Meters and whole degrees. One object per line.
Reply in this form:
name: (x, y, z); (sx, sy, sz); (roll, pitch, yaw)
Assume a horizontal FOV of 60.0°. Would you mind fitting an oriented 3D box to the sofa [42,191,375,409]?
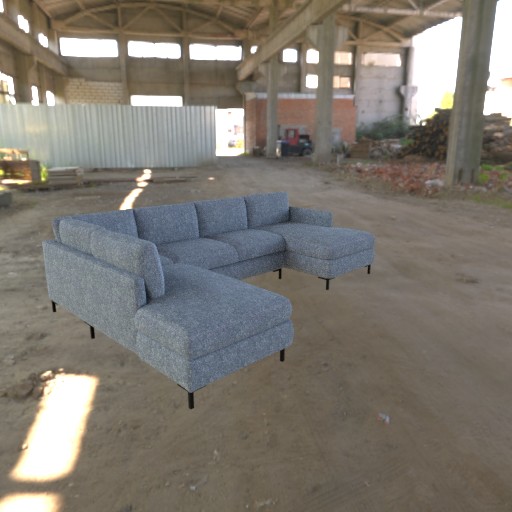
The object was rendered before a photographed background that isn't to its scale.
sofa: (0.000, 0.000, 3.627); (2.737, 0.756, 1.879); (-14, 20, -43)
